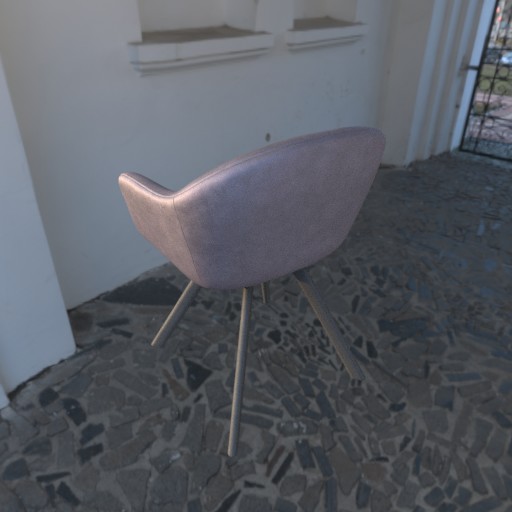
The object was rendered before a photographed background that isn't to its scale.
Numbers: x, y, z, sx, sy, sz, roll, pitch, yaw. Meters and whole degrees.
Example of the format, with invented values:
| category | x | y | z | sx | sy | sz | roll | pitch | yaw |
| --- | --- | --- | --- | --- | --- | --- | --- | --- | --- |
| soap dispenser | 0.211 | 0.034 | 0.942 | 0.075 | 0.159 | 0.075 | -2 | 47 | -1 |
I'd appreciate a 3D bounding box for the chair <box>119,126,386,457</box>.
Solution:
| category | x | y | z | sx | sy | sz | roll | pitch | yaw |
| --- | --- | --- | --- | --- | --- | --- | --- | --- | --- |
| chair | 0.000 | 0.000 | 1.199 | 0.567 | 0.781 | 0.544 | -19 | 35 | -29 |
